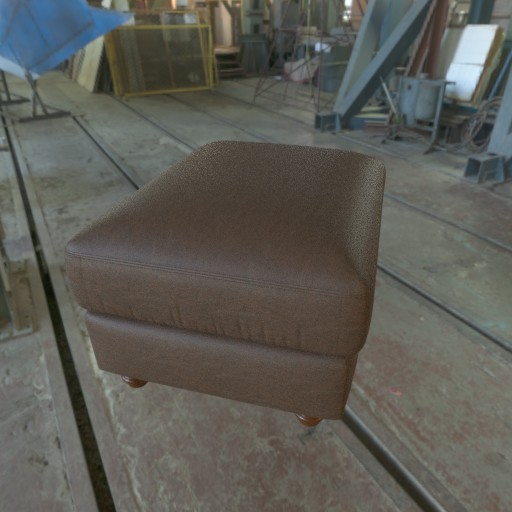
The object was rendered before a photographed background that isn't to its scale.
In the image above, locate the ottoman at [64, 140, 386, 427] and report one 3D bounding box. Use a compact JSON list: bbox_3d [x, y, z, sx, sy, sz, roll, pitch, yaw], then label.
[{"bbox_3d":[0.000,0.000,1.211,0.635,0.508,0.787,8,30,14],"label":"ottoman"}]
